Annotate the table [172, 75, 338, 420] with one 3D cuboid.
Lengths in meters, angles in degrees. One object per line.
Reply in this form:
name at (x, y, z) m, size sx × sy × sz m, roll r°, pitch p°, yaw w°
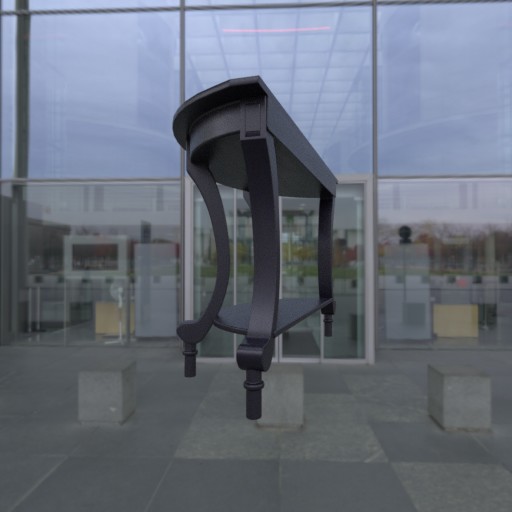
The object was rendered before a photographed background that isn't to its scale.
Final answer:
table at (0.000, 0.000, 1.487) m, size 0.394 × 0.692 × 1.198 m, roll 0°, pitch -1°, yaw 18°
